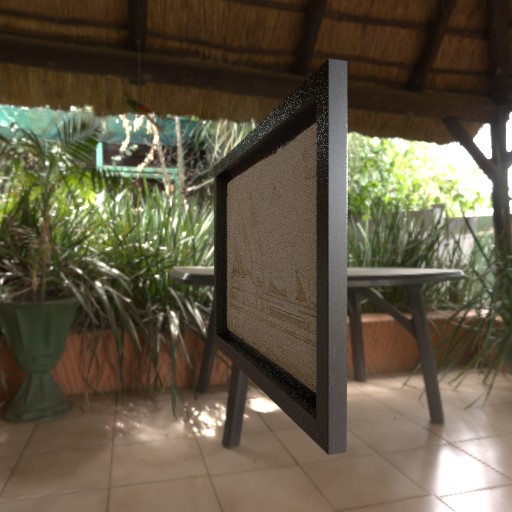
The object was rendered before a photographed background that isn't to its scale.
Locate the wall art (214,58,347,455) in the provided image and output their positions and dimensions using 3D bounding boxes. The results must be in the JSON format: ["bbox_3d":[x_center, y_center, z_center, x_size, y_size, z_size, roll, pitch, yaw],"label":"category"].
[{"bbox_3d":[0.000,0.000,0.829,0.027,0.458,0.657,0,0,-17],"label":"wall art"}]
